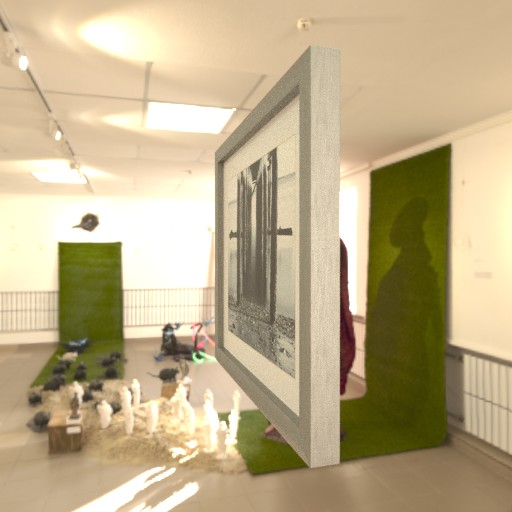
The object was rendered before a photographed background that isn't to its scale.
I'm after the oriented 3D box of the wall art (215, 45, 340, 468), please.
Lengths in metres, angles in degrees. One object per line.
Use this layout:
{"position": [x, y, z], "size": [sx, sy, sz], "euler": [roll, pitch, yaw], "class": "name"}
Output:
{"position": [0.000, 0.000, 0.531], "size": [0.028, 0.330, 0.380], "euler": [0, 0, -17], "class": "wall art"}
